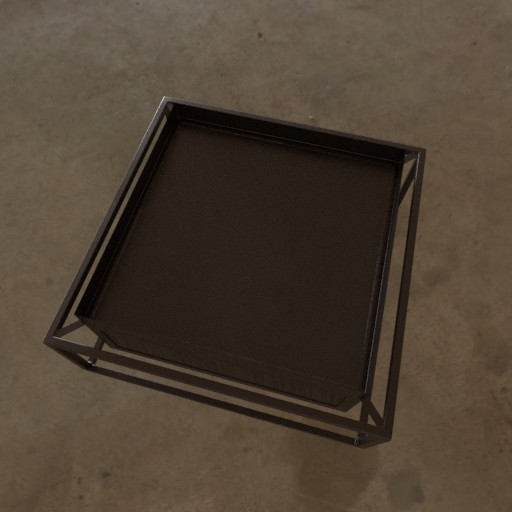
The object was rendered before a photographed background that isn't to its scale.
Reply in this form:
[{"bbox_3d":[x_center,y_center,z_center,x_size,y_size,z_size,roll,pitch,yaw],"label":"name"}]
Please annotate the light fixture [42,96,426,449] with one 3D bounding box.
[{"bbox_3d":[0.000,0.000,0.688,0.441,0.191,0.441,13,64,7],"label":"light fixture"}]
